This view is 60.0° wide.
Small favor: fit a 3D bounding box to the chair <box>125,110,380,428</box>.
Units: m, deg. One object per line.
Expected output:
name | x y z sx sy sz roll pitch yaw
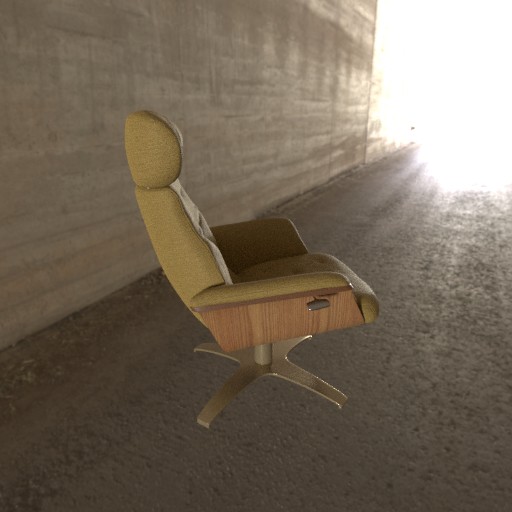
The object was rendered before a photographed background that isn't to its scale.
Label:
chair | 0.000 0.000 1.593 0.837 0.995 0.785 -3 18 -9
